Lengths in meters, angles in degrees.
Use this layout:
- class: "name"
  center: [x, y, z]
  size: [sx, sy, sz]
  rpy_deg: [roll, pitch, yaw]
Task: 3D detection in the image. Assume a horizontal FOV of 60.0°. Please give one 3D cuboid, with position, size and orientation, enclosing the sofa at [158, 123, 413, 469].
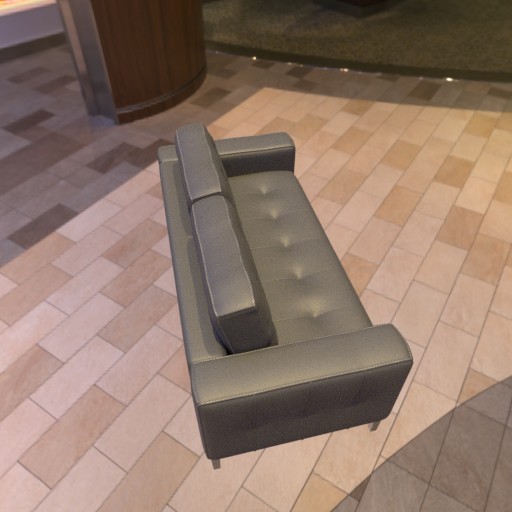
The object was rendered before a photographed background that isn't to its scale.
- class: "sofa"
  center: [0.000, 0.000, 2.267]
  size: [0.833, 0.893, 1.726]
  rpy_deg: [-9, 46, -9]
